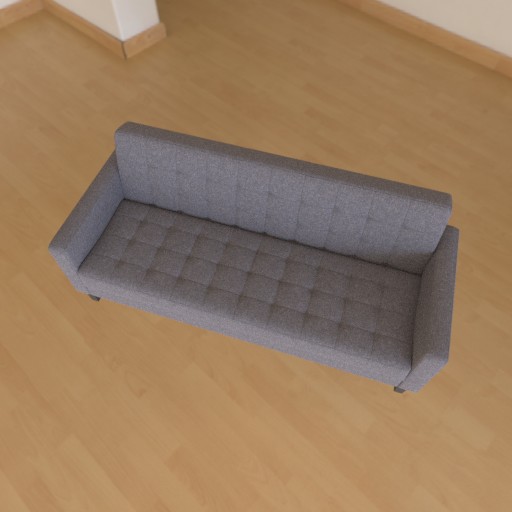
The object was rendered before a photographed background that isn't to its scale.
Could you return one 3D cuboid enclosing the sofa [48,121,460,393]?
[{"bbox_3d":[0.000,0.000,2.449,2.040,0.850,0.810,15,58,10],"label":"sofa"}]
